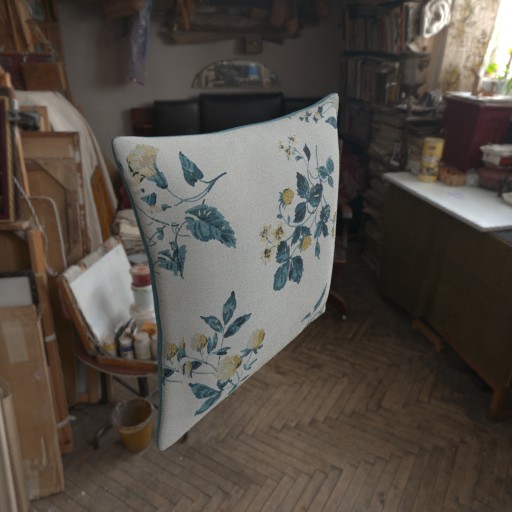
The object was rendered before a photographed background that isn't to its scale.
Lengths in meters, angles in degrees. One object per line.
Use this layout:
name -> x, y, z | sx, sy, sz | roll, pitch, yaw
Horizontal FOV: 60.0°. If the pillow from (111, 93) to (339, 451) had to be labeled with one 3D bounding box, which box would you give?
pillow -> 0.000, 0.000, 0.798 | 0.166, 0.507, 0.526 | 20, 33, 33
